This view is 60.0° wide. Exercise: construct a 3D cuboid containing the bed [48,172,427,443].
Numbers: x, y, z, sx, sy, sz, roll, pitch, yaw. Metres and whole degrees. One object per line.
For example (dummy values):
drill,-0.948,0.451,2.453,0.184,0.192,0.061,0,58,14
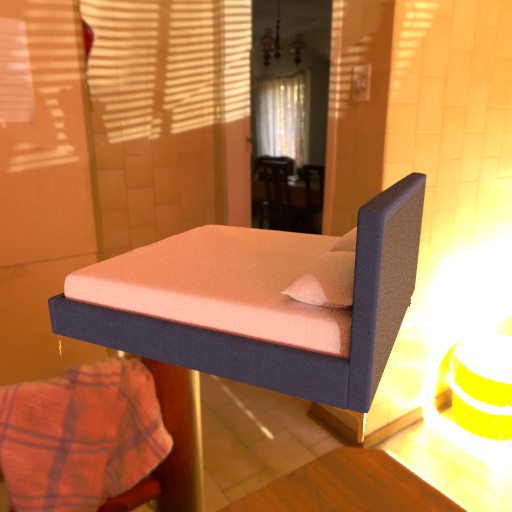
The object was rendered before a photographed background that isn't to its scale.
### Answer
bed,0.000,0.000,3.479,2.232,1.231,2.096,7,17,24
